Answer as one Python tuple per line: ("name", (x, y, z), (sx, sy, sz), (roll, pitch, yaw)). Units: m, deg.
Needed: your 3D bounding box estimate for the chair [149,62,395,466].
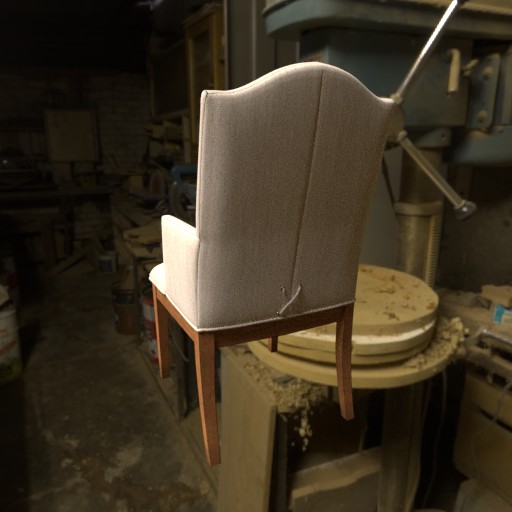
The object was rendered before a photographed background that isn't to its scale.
("chair", (0.000, 0.000, 1.350), (0.533, 1.016, 0.641), (-7, 17, -25))
